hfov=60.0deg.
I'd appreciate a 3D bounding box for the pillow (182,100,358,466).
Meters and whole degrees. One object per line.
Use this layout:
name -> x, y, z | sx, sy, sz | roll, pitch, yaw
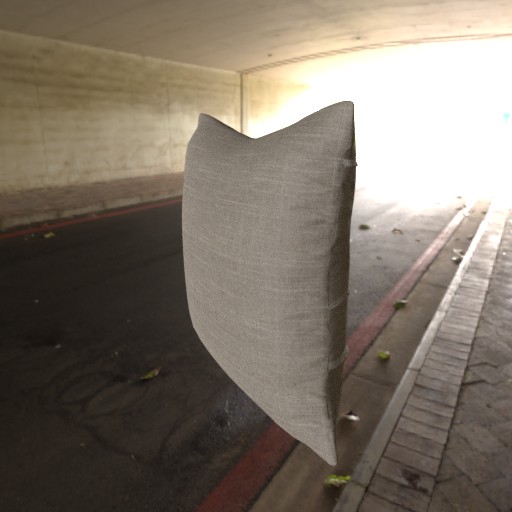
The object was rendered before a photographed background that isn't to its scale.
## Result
pillow -> 0.000, 0.000, 0.633 | 0.169, 0.400, 0.424 | -8, 18, -26
